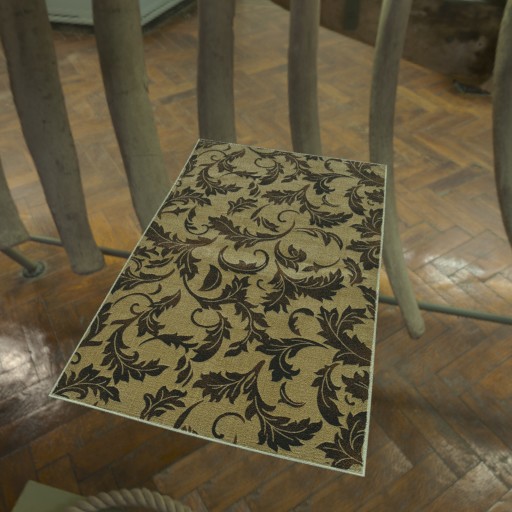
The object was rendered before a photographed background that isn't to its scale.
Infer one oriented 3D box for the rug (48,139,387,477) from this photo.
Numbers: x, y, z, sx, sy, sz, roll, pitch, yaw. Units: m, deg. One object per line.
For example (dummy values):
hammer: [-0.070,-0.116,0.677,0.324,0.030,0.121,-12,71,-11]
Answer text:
rug: [0.000,0.000,2.757,1.522,0.008,2.284,10,49,9]
